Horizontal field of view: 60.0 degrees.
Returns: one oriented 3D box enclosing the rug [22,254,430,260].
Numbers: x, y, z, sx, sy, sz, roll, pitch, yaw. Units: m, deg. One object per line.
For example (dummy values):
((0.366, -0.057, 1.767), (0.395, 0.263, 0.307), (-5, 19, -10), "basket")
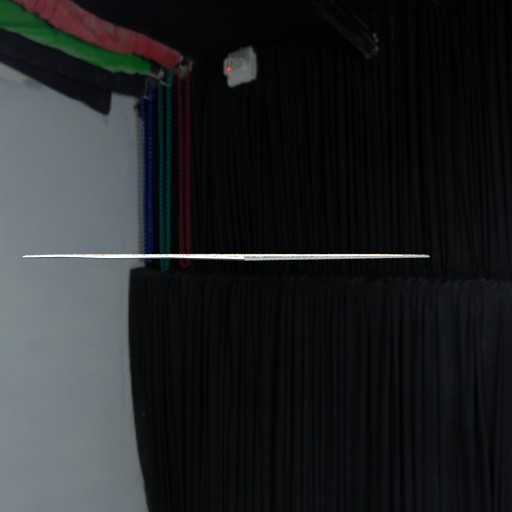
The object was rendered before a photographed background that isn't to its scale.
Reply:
((0.000, 0.000, 3.733), (2.043, 0.026, 2.901), (0, 0, 37), "rug")
